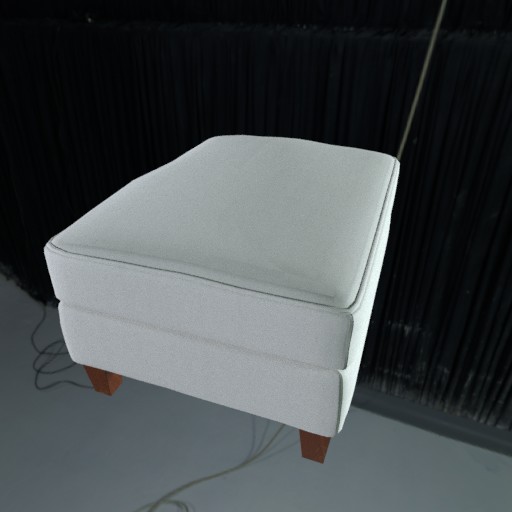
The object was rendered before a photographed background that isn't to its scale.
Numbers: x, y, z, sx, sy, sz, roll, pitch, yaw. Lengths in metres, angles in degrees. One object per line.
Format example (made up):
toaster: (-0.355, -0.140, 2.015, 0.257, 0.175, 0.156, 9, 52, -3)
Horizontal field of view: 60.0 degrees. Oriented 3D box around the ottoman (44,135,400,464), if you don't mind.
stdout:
ottoman: (0.000, 0.000, 1.174, 0.634, 0.479, 0.818, 10, 32, 17)
